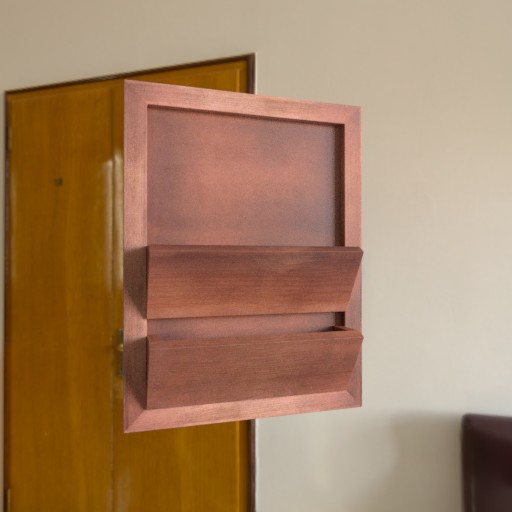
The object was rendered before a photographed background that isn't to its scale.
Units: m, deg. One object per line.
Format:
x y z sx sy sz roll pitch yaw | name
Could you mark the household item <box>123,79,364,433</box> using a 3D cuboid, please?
0.000 0.000 0.541 0.310 0.407 0.067 0 -1 -17 | household item
